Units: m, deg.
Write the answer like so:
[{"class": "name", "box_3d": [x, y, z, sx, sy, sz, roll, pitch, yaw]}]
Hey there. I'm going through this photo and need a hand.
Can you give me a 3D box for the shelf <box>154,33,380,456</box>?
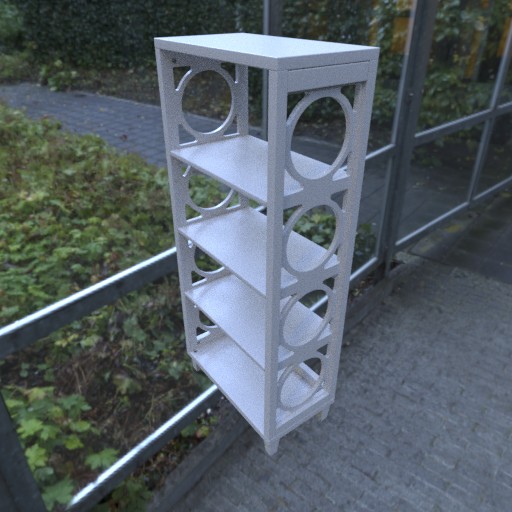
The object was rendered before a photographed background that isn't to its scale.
[{"class": "shelf", "box_3d": [0.000, 0.000, 1.618, 0.340, 1.411, 0.611, -21, 37, -31]}]
